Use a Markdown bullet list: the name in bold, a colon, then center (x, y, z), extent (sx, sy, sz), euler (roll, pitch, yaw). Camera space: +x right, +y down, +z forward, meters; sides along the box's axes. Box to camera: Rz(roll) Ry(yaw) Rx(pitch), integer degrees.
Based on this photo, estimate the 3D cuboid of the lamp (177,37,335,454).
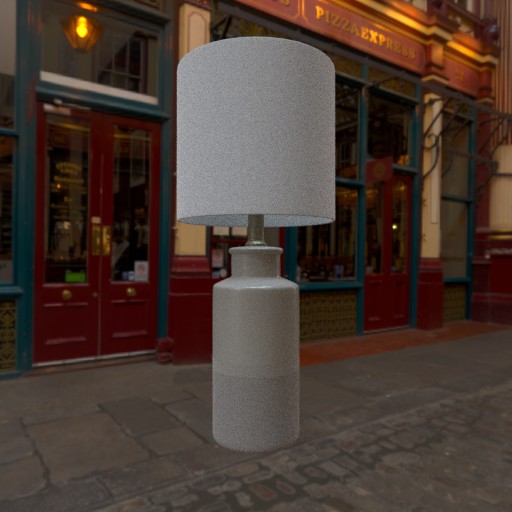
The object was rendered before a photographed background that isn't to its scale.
- **lamp**: center (0.000, 0.000, 0.603), extent (0.212, 0.493, 0.212), euler (0, 0, -36)
